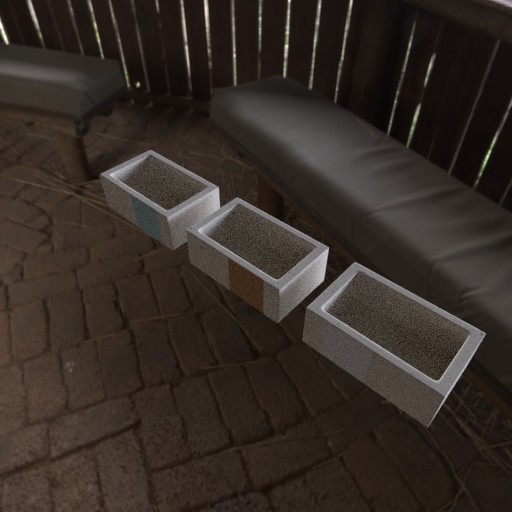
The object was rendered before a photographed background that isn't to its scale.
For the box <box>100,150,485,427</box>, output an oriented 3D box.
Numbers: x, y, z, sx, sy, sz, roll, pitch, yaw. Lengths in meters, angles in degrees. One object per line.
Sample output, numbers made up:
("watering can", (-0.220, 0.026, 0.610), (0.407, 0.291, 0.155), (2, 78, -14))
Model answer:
("box", (0.000, 0.000, 0.490), (0.461, 0.051, 0.082), (32, 52, 29))
